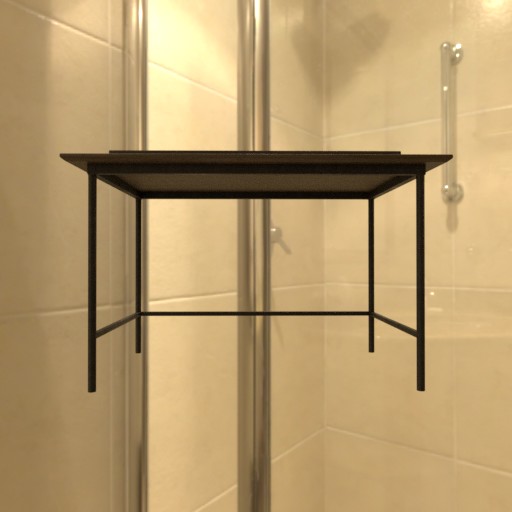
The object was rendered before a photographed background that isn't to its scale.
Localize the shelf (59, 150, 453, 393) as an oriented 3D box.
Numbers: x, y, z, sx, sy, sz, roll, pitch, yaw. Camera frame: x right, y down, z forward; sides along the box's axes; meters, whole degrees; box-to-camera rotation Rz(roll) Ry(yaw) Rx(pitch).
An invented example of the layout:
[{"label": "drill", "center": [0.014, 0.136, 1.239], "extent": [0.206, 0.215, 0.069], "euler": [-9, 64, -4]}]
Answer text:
[{"label": "shelf", "center": [0.000, 0.000, 1.706], "extent": [1.212, 0.865, 0.685], "euler": [0, 0, -1]}]
